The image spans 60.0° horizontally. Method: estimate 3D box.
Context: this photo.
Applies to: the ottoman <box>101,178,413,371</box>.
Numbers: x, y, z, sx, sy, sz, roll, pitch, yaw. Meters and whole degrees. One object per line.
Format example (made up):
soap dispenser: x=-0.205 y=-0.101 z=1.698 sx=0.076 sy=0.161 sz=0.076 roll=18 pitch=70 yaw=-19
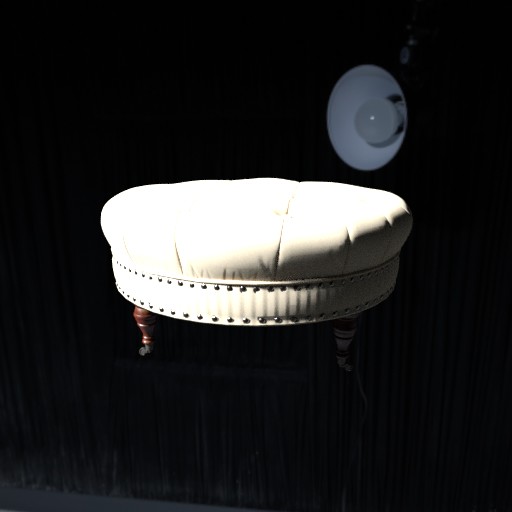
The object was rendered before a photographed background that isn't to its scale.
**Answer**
ottoman: x=0.000 y=0.000 z=1.387 sx=0.901 sy=0.439 sz=0.901 roll=0 pitch=16 yaw=0
